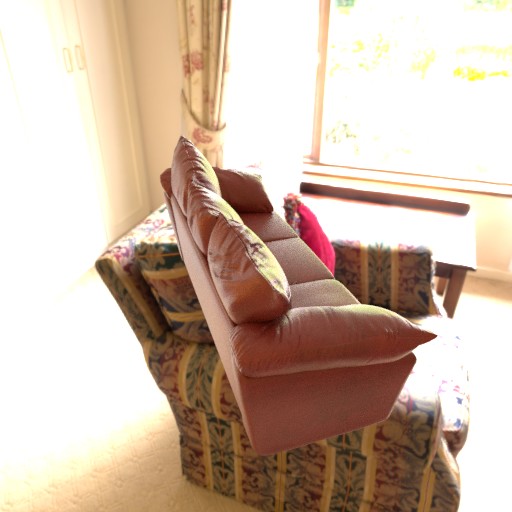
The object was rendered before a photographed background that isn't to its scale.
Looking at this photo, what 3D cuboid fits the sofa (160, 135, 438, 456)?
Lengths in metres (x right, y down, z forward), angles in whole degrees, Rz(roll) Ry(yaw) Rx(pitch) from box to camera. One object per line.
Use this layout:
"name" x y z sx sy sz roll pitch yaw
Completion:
"sofa" 0.000 0.000 2.863 0.907 1.091 2.390 -9 31 -16
